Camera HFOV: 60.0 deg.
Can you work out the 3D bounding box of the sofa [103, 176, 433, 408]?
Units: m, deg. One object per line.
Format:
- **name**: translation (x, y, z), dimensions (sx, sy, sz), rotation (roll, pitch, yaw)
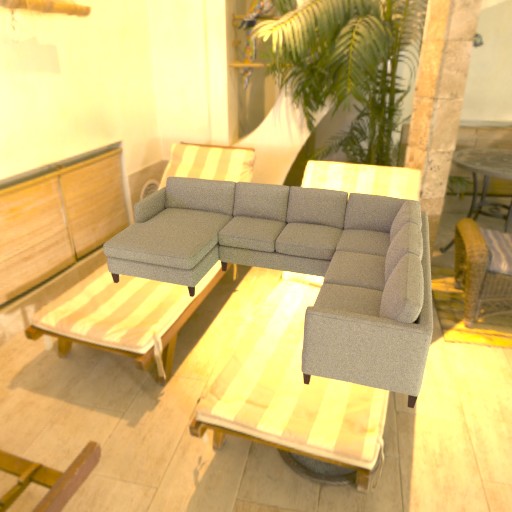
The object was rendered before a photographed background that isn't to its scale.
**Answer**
- **sofa**: translation (0.000, 0.000, 4.752), dimensions (3.460, 0.959, 2.593), rotation (8, 27, 16)
